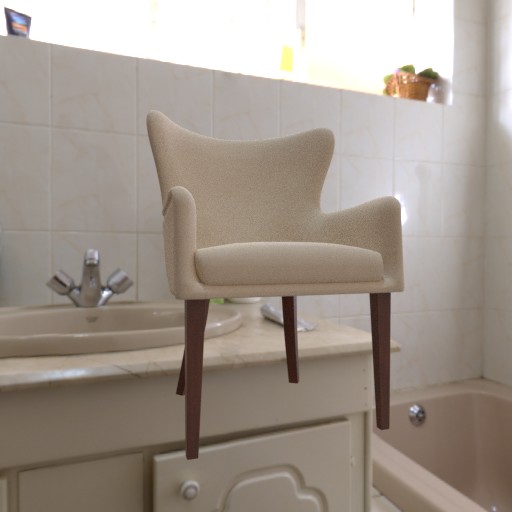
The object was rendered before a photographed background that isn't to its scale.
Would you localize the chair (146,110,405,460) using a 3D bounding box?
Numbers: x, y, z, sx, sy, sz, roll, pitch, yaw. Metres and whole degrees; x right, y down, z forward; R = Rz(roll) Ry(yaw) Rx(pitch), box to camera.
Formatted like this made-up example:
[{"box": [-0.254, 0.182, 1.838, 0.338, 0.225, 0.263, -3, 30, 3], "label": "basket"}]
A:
[{"box": [0.000, 0.000, 1.487, 0.696, 0.990, 0.744, 0, 1, -19], "label": "chair"}]
